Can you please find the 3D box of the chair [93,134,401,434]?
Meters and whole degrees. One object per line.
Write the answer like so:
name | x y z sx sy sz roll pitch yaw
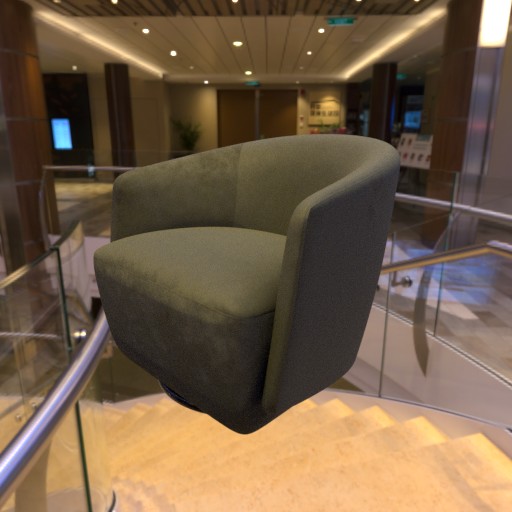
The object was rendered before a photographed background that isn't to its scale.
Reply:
chair | 0.000 0.000 1.327 0.767 0.698 0.773 -15 22 -42
